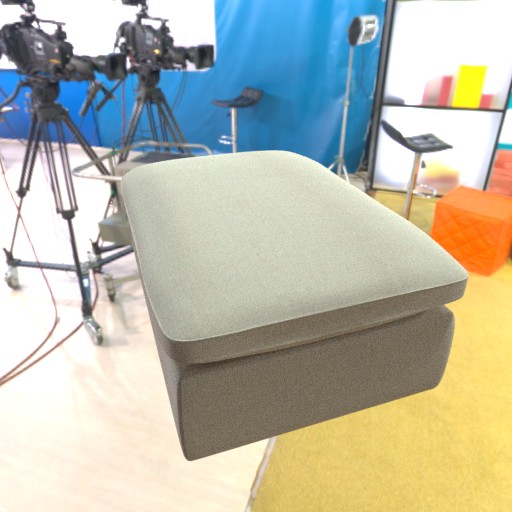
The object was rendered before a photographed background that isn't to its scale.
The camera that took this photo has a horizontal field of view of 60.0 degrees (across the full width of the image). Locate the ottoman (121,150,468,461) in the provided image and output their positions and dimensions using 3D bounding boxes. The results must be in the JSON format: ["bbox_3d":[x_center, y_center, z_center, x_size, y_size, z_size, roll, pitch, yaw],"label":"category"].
[{"bbox_3d":[0.000,0.000,1.314,0.686,0.453,0.984,-10,30,-17],"label":"ottoman"}]
